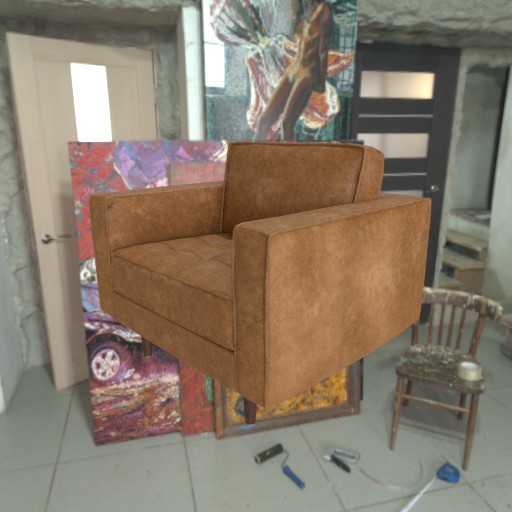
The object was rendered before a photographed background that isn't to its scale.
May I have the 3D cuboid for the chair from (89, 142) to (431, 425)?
[{"bbox_3d":[0.000,0.000,1.551,0.798,0.767,0.928,-15,21,-42],"label":"chair"}]
